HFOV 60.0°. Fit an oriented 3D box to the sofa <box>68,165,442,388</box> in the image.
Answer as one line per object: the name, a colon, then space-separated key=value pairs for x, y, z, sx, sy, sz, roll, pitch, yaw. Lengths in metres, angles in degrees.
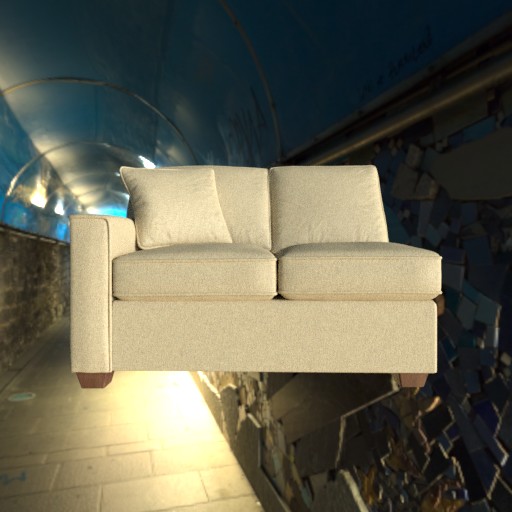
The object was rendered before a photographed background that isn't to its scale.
sofa: x=0.000 y=0.000 z=2.087 sx=1.388 sy=0.989 sz=0.991 roll=0 pitch=0 yaw=-1
